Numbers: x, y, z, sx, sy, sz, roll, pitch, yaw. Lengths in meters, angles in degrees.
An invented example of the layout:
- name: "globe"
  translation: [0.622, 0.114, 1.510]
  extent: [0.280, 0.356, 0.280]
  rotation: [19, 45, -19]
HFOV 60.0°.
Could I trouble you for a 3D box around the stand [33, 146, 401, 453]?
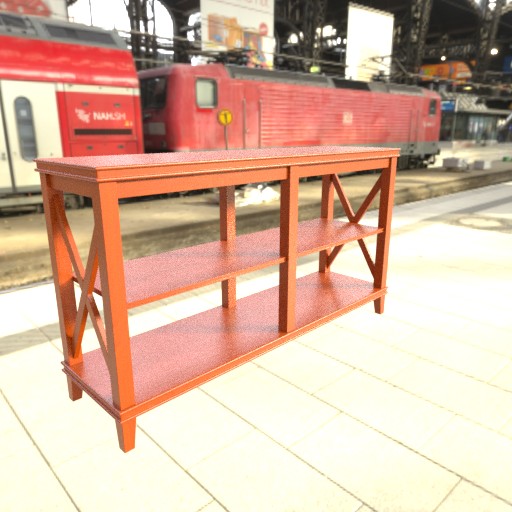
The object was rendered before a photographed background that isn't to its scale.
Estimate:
- name: "stand"
  translation: [0.000, 0.000, 1.671]
  extent: [1.372, 0.762, 0.381]
  rotation: [-15, 22, -43]
